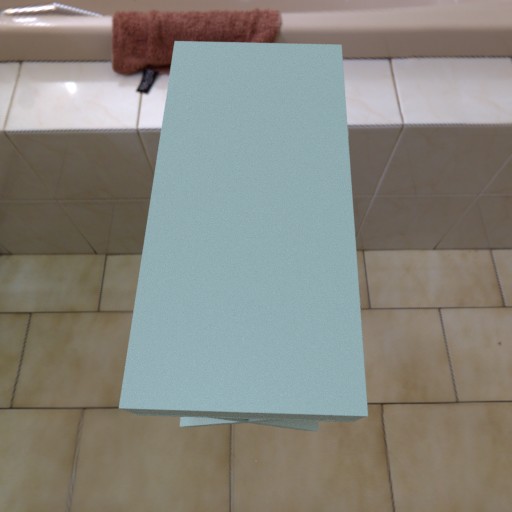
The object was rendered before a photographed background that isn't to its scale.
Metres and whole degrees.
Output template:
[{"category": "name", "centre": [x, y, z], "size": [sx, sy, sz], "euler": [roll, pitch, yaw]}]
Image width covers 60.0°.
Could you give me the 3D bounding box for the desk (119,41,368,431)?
[{"category": "desk", "centre": [0.000, 0.000, 1.470], "size": [0.525, 0.780, 1.057], "euler": [2, 65, 1]}]
